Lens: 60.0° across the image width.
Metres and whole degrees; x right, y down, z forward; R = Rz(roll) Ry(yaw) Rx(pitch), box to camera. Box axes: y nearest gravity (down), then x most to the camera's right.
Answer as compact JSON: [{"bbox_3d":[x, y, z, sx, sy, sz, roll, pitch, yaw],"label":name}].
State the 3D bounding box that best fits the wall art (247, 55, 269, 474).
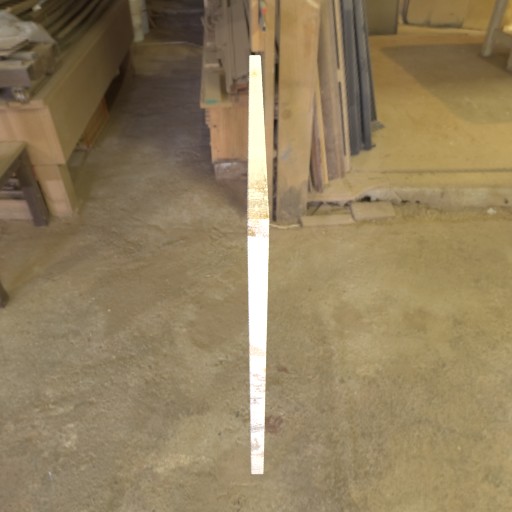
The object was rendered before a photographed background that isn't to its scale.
[{"bbox_3d":[0.000,0.000,1.517,0.040,1.018,1.015,0,40,0],"label":"wall art"}]
